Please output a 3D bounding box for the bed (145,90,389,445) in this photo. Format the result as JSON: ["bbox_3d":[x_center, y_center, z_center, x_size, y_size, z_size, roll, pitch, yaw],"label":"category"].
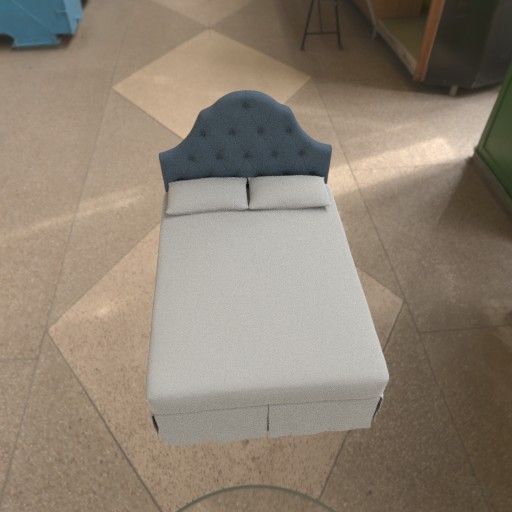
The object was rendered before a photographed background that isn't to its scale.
[{"bbox_3d":[0.000,0.000,3.359,1.636,1.575,2.155,-3,47,-3],"label":"bed"}]
